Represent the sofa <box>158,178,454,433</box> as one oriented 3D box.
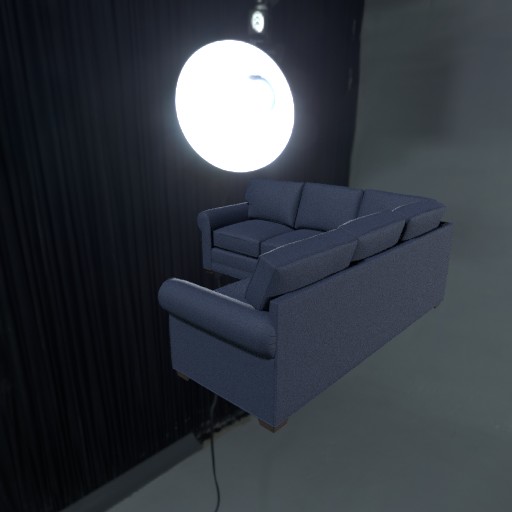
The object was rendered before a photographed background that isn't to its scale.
[{"bbox_3d":[0.000,0.000,3.953,2.487,1.042,2.562,15,23,40],"label":"sofa"}]
